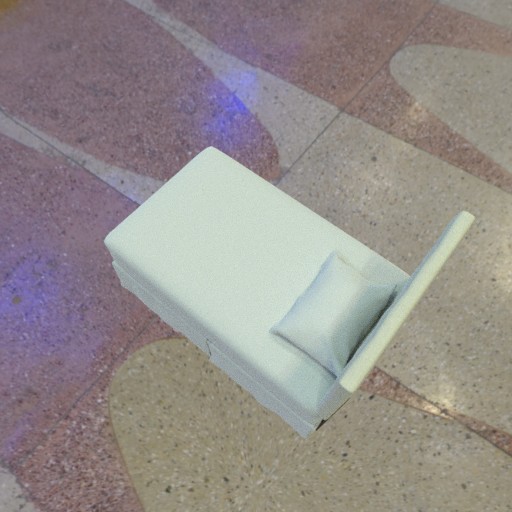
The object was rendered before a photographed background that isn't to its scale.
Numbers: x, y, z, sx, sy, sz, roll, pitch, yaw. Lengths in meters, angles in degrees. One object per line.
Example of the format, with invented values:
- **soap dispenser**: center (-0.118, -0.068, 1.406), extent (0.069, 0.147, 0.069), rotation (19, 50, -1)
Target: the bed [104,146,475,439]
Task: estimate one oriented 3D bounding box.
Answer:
- **bed**: center (0.000, 0.000, 3.015), extent (1.997, 1.571, 1.261), rotation (36, 68, 17)
